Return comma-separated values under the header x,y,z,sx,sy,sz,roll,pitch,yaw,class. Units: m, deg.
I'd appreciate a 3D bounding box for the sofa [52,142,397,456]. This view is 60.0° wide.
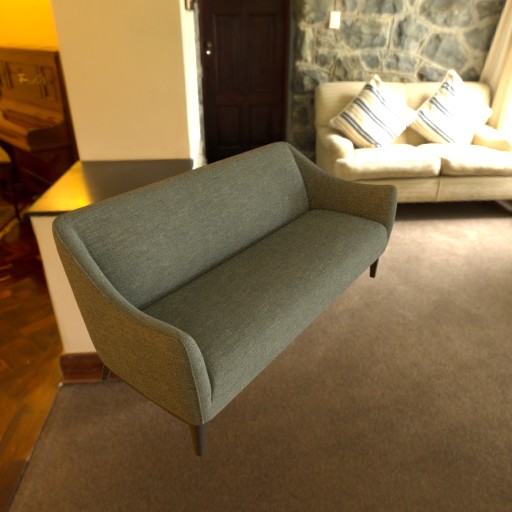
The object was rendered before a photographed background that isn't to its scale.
x,y,z,sx,sy,sz,roll,pitch,yaw,class
0.000,0.000,2.388,0.867,0.829,1.928,18,32,31,sofa
